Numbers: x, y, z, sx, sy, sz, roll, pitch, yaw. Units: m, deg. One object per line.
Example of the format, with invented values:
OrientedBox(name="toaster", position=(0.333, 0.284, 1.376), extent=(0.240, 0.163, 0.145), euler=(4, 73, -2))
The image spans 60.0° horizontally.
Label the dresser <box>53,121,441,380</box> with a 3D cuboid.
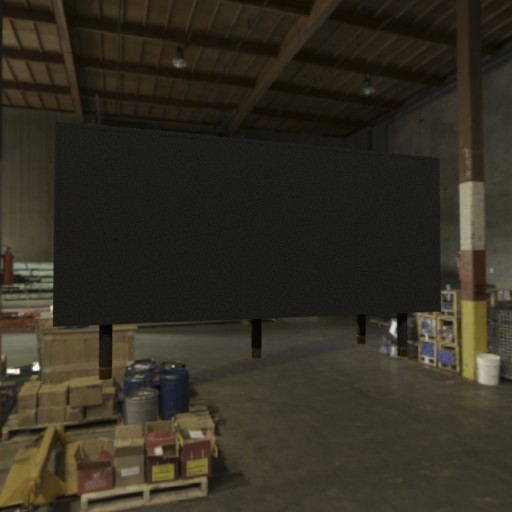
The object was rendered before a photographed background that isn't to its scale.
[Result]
OrientedBox(name="dresser", position=(0.000, 0.000, 1.923), extent=(1.558, 0.872, 0.463), euler=(0, -1, -18))
